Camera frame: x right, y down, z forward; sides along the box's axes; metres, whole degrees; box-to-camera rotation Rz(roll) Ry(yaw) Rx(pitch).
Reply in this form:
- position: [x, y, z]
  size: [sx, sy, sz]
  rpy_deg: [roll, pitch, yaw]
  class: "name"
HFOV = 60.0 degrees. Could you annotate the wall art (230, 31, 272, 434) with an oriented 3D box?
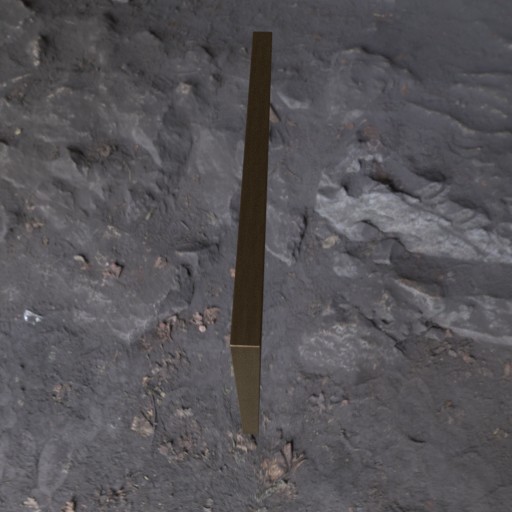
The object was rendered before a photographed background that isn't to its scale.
- position: [0.000, 0.000, 0.770]
  size: [0.030, 0.506, 0.503]
  rpy_deg: [2, 59, 1]
  class: "wall art"
